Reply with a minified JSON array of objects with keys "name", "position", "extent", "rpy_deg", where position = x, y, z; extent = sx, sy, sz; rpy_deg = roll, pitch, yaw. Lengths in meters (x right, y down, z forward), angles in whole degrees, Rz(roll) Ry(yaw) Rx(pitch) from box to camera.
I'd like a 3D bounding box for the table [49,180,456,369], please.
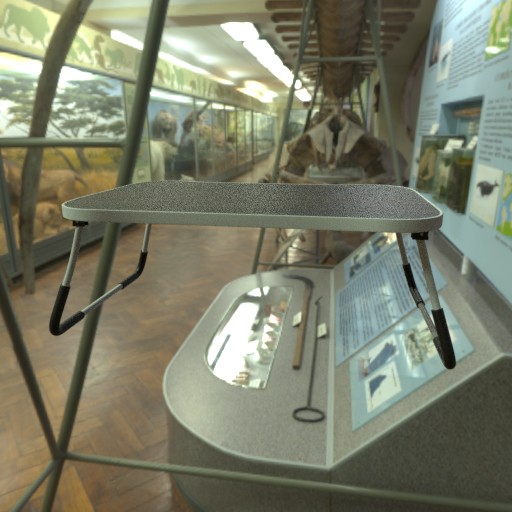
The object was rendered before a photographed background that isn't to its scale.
[{"name":"table","position":[0.000,0.000,0.839],"extent":[0.660,0.232,0.400],"rpy_deg":[3,16,10]}]
